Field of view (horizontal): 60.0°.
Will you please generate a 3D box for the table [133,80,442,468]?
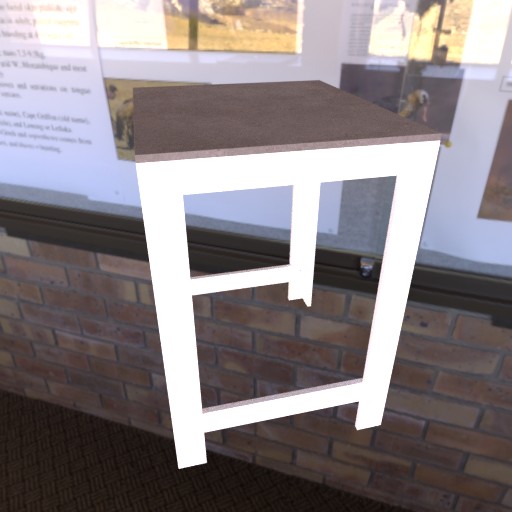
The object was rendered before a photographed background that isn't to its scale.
[{"bbox_3d":[0.000,0.000,1.558,0.700,1.020,0.800,-7,31,-12],"label":"table"}]
